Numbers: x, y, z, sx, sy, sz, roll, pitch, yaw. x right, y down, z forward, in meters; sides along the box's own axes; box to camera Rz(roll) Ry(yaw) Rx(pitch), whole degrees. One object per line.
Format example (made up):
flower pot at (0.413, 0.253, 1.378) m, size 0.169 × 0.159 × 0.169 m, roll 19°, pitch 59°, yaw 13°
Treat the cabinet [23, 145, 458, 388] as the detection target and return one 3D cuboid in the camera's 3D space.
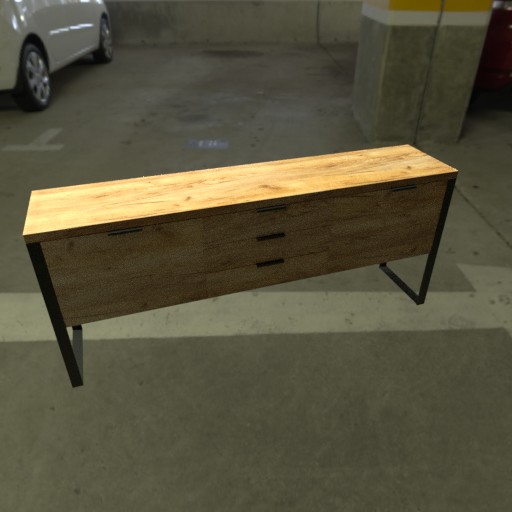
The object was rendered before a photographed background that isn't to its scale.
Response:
cabinet at (0.000, 0.000, 2.102) m, size 1.800 × 0.762 × 0.395 m, roll -10°, pitch 34°, yaw -16°
